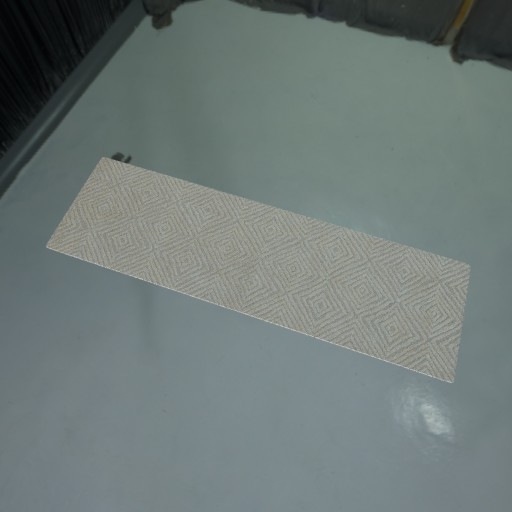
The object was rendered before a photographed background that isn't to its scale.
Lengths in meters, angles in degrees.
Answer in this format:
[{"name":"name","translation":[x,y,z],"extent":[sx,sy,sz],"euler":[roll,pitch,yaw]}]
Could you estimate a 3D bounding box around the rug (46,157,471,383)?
[{"name":"rug","translation":[0.000,0.000,2.471],"extent":[2.277,0.008,0.676],"euler":[17,65,8]}]
